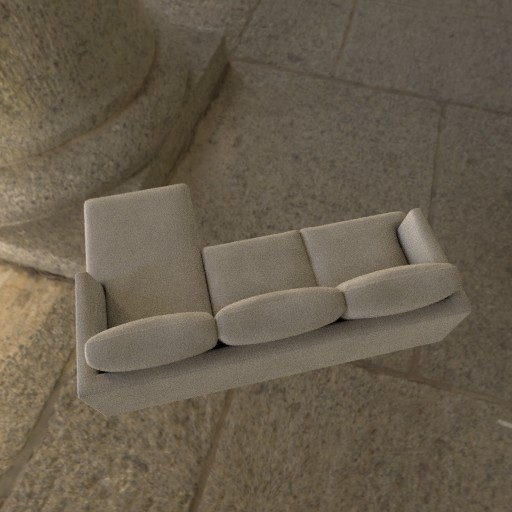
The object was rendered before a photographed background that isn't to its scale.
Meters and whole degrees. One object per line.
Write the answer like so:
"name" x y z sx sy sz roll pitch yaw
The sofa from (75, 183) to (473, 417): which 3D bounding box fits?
"sofa" 0.000 0.000 2.957 2.233 0.956 1.504 -11 60 -6
